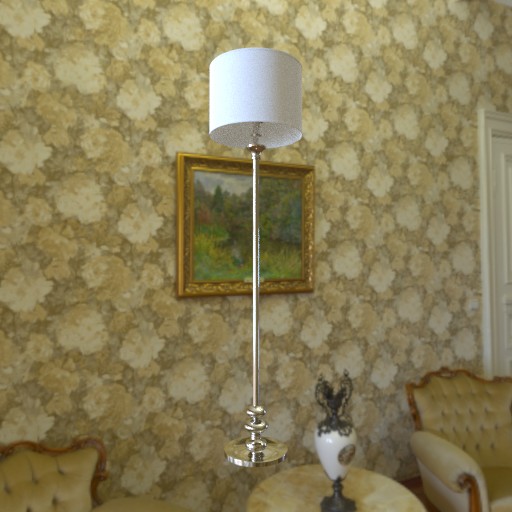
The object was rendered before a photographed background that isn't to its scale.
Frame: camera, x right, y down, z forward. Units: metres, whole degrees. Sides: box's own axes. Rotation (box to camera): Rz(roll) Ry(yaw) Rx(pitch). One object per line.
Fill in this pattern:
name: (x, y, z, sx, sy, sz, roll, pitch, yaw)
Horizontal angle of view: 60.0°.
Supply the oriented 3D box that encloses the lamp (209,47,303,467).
lamp: (0.000, 0.000, 1.693, 0.356, 1.487, 0.356, 0, -2, 19)
